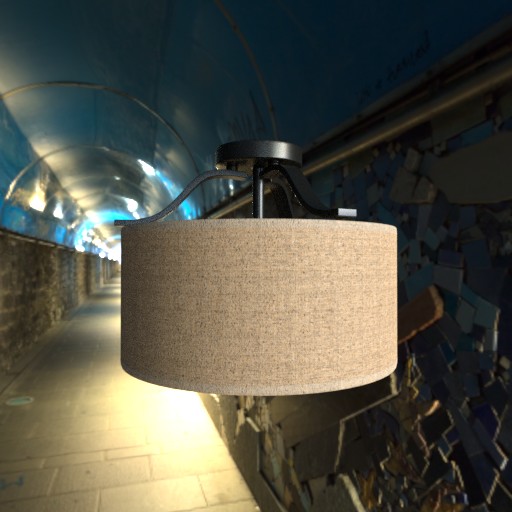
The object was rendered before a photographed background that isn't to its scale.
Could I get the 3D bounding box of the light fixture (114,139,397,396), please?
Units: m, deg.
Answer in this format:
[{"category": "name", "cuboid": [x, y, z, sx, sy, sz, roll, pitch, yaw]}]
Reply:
[{"category": "light fixture", "cuboid": [0.000, 0.000, 0.643, 0.390, 0.306, 0.390, 0, 0, 0]}]
